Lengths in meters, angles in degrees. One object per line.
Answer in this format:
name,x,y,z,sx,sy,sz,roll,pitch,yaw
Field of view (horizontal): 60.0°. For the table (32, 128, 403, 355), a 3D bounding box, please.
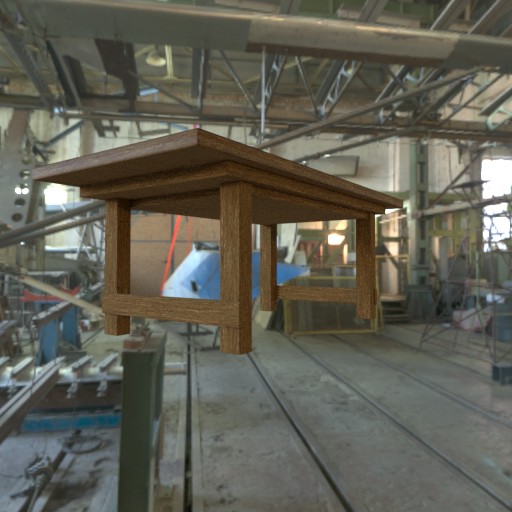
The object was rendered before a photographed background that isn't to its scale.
table,0.000,0.000,2.454,1.000,0.762,1.982,-1,-1,36
